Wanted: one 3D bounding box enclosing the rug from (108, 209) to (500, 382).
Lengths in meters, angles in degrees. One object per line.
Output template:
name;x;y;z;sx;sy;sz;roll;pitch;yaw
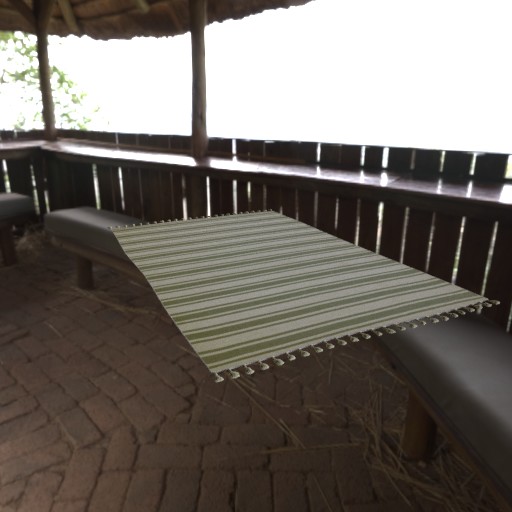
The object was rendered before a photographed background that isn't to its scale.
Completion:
rug;0.000;0.000;2.231;1.162;0.013;1.875;-9;20;-25
